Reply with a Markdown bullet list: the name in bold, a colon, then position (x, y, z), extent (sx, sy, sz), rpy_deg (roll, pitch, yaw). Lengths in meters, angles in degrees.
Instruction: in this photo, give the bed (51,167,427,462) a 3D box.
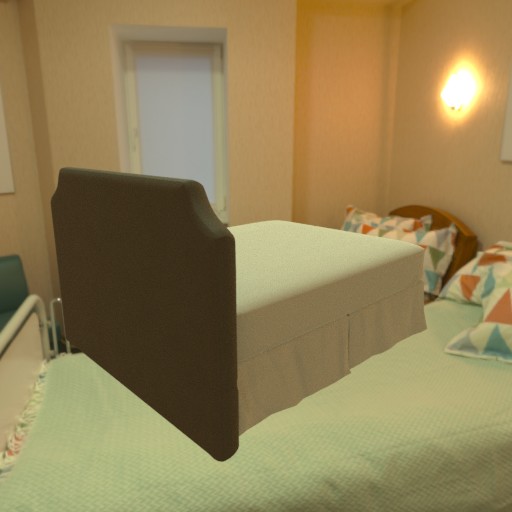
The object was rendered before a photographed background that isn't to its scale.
- **bed**: position (0.000, 0.000, 3.215), extent (2.181, 1.297, 1.831), rpy_deg (-13, 20, -42)
